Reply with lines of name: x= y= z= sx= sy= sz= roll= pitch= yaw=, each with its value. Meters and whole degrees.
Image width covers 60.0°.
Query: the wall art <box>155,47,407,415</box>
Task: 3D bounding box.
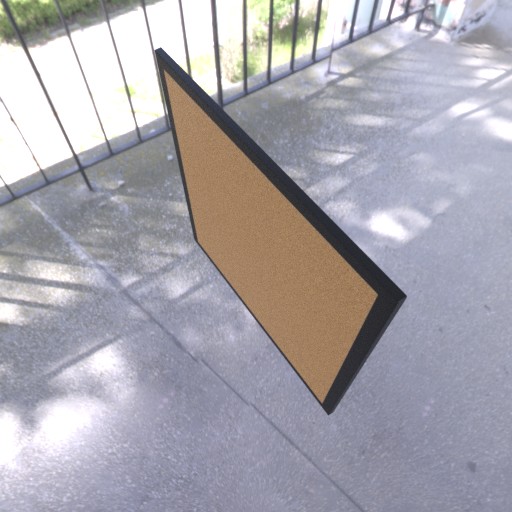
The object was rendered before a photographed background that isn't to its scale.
wall art: x=0.000 y=0.000 z=0.995 sx=0.016 sy=0.659 sz=0.663 roll=-31 pitch=63 yaw=-18
